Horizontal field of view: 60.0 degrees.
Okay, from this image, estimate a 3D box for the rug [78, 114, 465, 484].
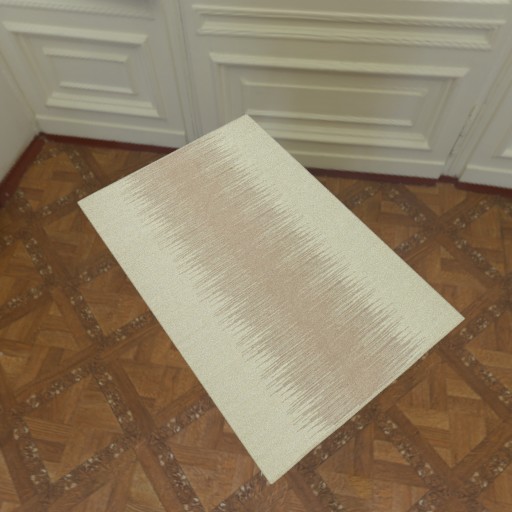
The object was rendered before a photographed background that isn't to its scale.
[{"bbox_3d":[0.000,0.000,2.406,1.234,0.006,1.850,-33,65,-18],"label":"rug"}]
